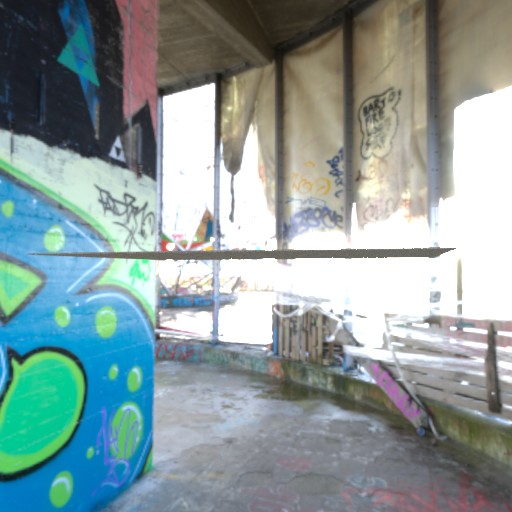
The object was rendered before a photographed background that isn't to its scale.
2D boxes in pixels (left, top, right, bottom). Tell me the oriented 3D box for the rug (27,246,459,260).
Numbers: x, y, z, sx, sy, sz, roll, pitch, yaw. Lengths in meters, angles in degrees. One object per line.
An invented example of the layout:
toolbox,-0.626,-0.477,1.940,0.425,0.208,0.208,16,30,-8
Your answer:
rug,0.000,0.000,2.343,1.827,0.006,1.221,-1,-2,18
